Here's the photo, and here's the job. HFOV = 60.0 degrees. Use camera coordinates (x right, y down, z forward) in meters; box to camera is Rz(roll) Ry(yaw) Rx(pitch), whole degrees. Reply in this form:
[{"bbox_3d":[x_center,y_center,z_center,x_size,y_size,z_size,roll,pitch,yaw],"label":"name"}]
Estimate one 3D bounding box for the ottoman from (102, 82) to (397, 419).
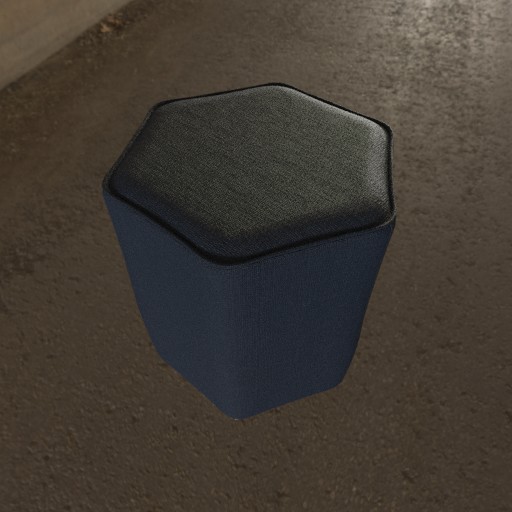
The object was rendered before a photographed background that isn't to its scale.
[{"bbox_3d":[0.000,0.000,0.885,0.492,0.505,0.454,-12,49,-10],"label":"ottoman"}]
